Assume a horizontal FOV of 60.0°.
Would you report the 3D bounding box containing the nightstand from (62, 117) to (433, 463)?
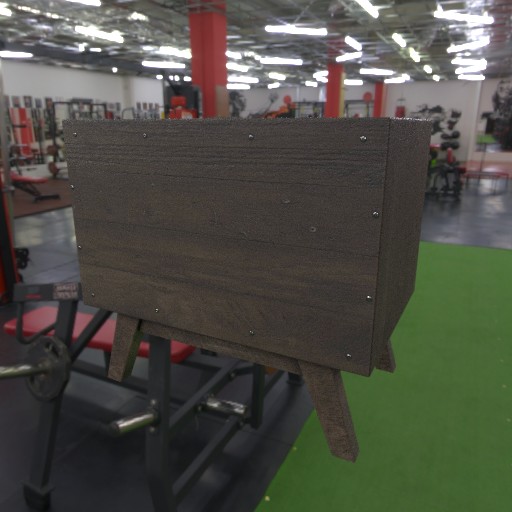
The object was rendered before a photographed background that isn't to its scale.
[{"bbox_3d":[0.000,0.000,1.020,0.650,0.599,0.450,9,19,27],"label":"nightstand"}]
